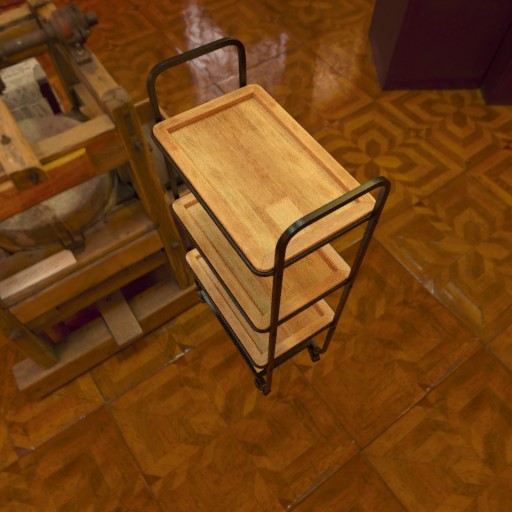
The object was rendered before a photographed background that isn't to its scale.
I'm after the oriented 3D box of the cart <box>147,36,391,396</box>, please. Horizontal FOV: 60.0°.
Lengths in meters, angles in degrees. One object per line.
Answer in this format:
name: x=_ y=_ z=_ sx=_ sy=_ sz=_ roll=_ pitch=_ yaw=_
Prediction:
cart: x=0.000 y=0.000 z=1.339 sx=0.321 sy=1.080 sz=0.545 roll=-29 pitch=63 yaw=-17
